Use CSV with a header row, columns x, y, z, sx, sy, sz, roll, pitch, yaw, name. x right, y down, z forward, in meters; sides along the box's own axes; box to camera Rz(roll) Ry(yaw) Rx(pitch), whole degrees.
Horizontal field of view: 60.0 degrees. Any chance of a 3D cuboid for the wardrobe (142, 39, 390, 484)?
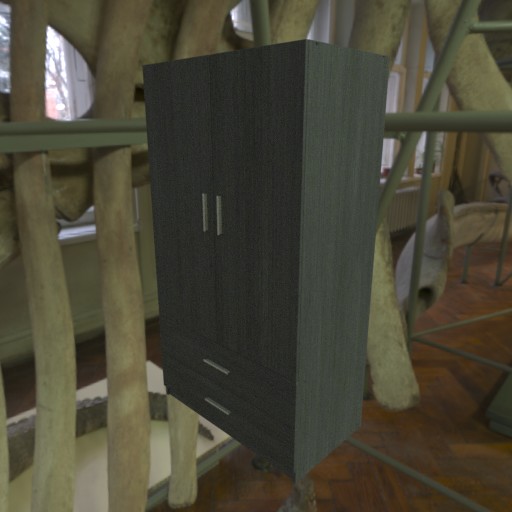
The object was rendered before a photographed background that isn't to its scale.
x,y,z,sx,sy,sz,roll,pitch,yaw,name
0.000,0.000,2.227,0.991,1.808,0.577,16,23,42,wardrobe
